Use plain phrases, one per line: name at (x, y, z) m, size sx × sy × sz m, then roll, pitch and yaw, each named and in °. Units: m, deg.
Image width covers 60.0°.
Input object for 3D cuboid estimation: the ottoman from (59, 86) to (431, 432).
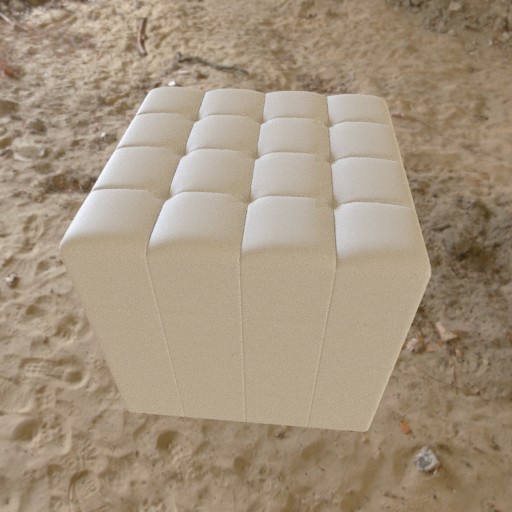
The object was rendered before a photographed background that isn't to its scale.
ottoman at (0.000, 0.000, 0.782) m, size 0.425 × 0.432 × 0.425 m, roll 3°, pitch 45°, yaw 4°
